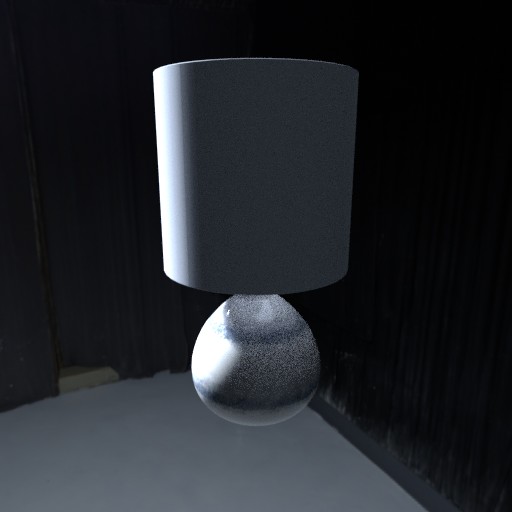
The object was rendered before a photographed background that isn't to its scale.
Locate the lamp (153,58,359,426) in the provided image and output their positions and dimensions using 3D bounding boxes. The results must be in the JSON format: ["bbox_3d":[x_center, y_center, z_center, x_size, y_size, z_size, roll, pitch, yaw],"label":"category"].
[{"bbox_3d":[0.000,0.000,0.531,0.216,0.404,0.216,-7,17,-26],"label":"lamp"}]
